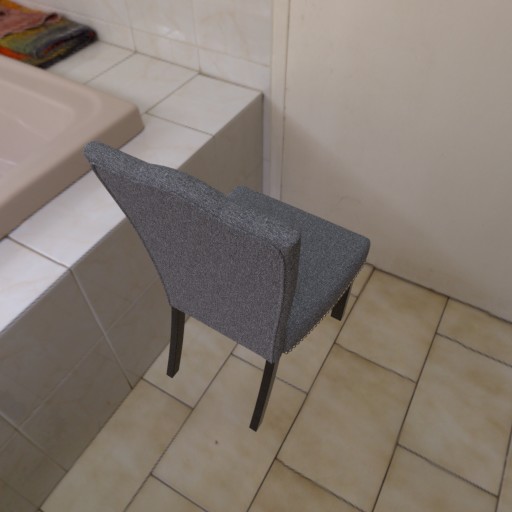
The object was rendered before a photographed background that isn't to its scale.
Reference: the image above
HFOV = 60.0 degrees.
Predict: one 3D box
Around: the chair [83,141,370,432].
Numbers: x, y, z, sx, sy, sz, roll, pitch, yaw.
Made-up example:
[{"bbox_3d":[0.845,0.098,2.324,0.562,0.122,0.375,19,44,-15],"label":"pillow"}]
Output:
[{"bbox_3d":[0.000,0.000,1.299,0.518,0.946,0.589,26,54,20],"label":"chair"}]
